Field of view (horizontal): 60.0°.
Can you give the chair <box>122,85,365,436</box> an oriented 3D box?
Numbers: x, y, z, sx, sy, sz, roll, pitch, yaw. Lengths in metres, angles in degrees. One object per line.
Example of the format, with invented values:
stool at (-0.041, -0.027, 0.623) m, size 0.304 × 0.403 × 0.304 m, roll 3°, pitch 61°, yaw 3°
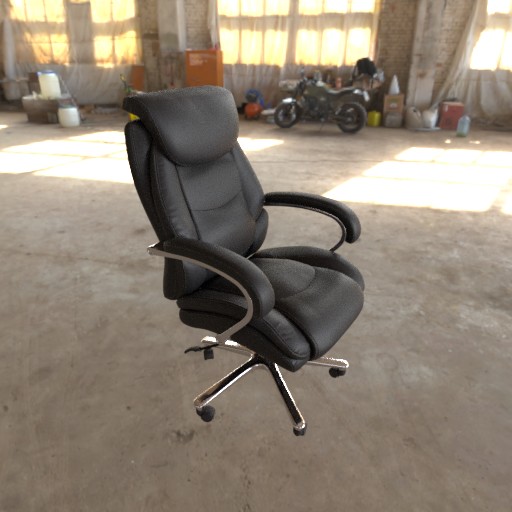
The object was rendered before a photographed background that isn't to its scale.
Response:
chair at (0.000, 0.000, 1.711) m, size 0.790 × 1.183 × 0.755 m, roll 16°, pitch 30°, yaw 30°
